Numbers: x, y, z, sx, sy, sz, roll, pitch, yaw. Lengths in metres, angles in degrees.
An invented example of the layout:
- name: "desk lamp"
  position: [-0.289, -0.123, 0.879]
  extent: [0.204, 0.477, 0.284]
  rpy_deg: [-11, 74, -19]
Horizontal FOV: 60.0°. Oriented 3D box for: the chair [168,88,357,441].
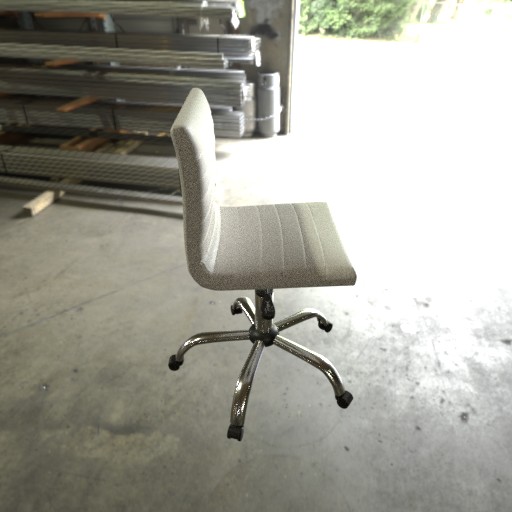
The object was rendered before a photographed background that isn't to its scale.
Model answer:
- name: "chair"
  position: [0.000, 0.000, 1.161]
  extent: [0.530, 0.780, 0.556]
  rpy_deg: [-1, 31, -1]
